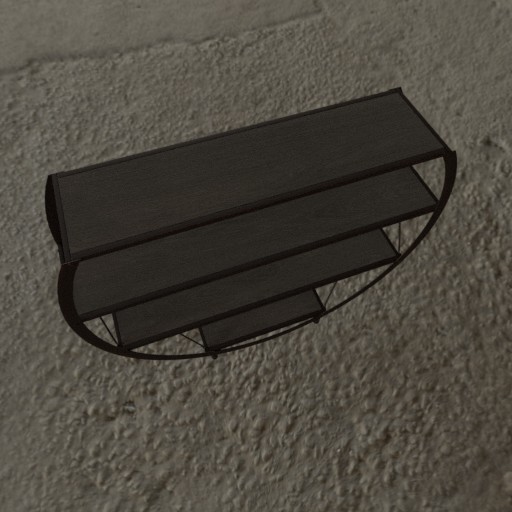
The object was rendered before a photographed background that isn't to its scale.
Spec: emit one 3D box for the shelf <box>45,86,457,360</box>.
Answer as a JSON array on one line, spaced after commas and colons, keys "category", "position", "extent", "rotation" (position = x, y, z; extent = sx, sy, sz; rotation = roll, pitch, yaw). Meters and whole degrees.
[{"category": "shelf", "position": [0.000, 0.000, 1.812], "extent": [1.403, 1.063, 0.344], "rotation": [-17, 59, -11]}]
